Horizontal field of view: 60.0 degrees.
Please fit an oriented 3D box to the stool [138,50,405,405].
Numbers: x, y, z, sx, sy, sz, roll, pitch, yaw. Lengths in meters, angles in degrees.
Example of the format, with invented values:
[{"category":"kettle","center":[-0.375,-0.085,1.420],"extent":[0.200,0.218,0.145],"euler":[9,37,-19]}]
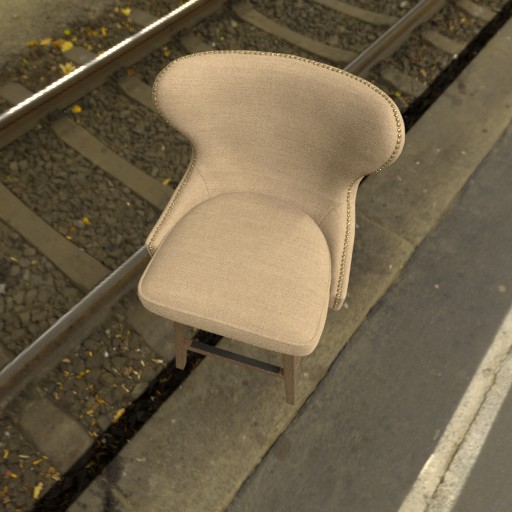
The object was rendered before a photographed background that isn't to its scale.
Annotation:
[{"category":"stool","center":[0.000,0.000,1.335],"extent":[0.615,0.972,0.597],"euler":[15,59,9]}]
